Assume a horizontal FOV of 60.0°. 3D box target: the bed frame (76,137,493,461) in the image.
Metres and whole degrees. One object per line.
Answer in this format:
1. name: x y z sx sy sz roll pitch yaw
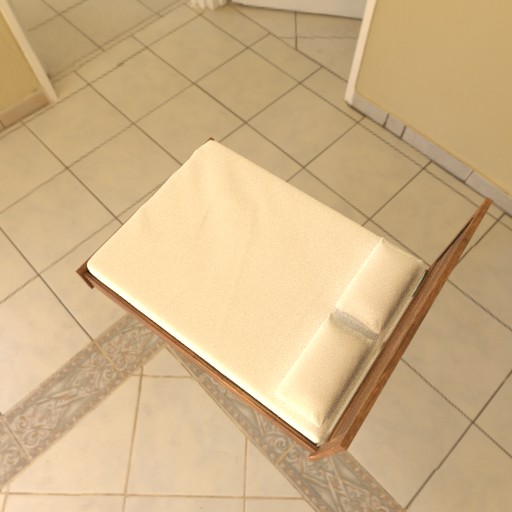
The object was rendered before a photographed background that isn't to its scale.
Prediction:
1. bed frame: 0.000 0.000 3.269 2.276 1.417 1.696 33 68 15
